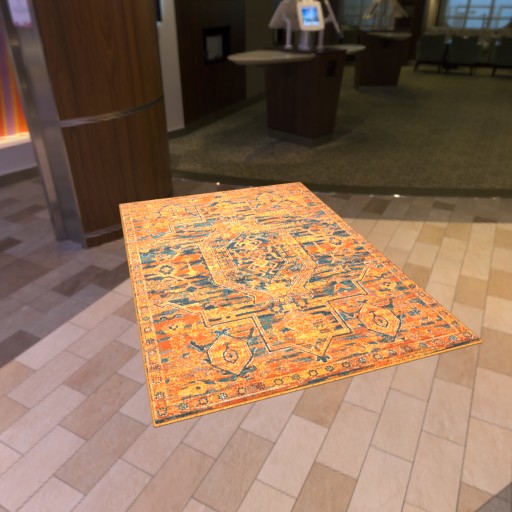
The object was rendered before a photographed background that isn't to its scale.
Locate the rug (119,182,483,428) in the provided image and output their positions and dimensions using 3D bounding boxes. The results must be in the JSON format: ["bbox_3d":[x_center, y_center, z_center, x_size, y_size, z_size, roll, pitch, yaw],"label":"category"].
[{"bbox_3d":[0.000,0.000,3.694,2.043,0.019,2.916,-9,32,-16],"label":"rug"}]
